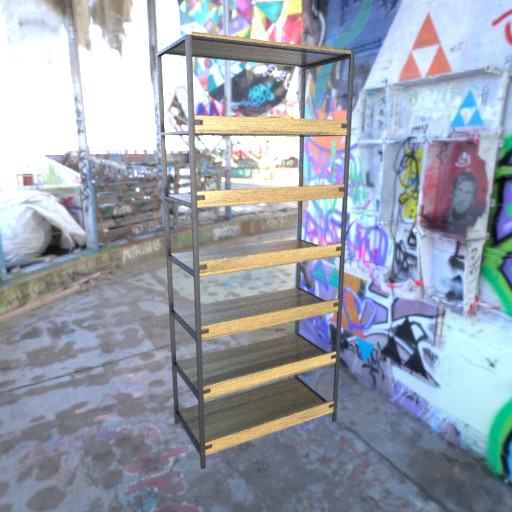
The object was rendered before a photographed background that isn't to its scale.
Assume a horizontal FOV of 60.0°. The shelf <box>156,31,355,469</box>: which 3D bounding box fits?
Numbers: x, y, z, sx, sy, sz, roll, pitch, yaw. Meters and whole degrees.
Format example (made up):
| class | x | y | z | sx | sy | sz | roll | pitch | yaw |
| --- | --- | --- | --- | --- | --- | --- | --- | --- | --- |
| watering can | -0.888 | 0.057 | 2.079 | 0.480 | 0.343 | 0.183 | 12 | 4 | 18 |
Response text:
| class | x | y | z | sx | sy | sz | roll | pitch | yaw |
| --- | --- | --- | --- | --- | --- | --- | --- | --- | --- |
| shelf | 0.000 | 0.000 | 2.356 | 0.847 | 2.015 | 0.431 | -7 | 16 | -27 |
